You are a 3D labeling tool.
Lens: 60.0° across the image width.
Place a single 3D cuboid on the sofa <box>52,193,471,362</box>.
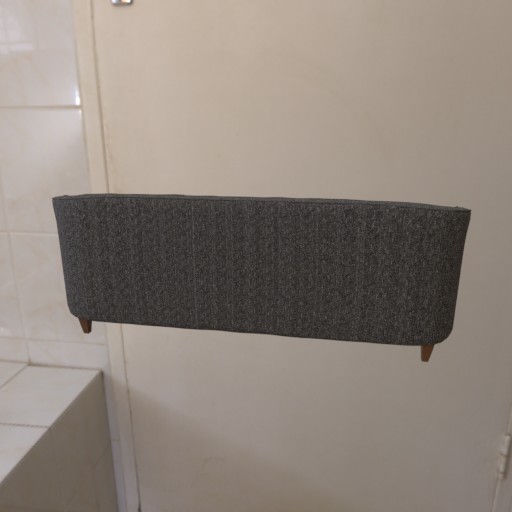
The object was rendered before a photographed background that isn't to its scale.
[{"bbox_3d":[0.000,0.000,2.731,2.278,0.855,0.941,3,17,9],"label":"sofa"}]
